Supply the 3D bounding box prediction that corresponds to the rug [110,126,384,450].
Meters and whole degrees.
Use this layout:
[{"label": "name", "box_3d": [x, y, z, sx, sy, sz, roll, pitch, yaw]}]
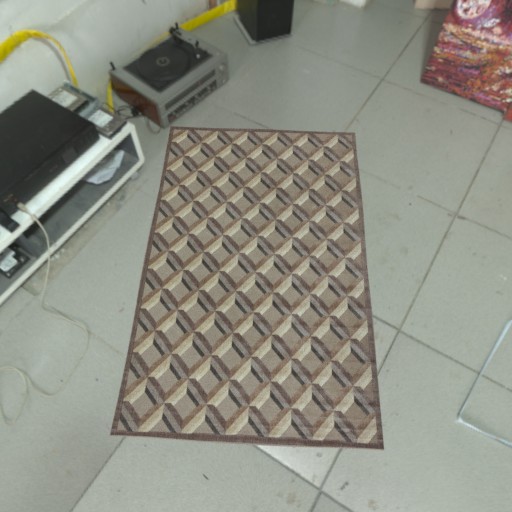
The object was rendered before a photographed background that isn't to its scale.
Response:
[{"label": "rug", "box_3d": [0.000, 0.000, 2.125, 1.066, 0.011, 1.677, 2, 60, 1]}]
